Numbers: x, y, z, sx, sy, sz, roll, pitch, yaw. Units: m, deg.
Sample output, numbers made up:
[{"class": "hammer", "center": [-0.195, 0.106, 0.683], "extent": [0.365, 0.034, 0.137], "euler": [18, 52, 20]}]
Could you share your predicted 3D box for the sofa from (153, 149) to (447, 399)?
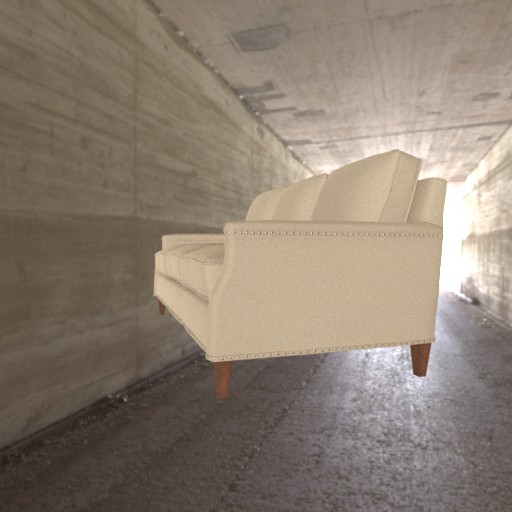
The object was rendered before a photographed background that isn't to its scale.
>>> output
[{"class": "sofa", "center": [0.000, 0.000, 2.800], "extent": [1.084, 1.003, 2.246], "euler": [0, 1, -18]}]
